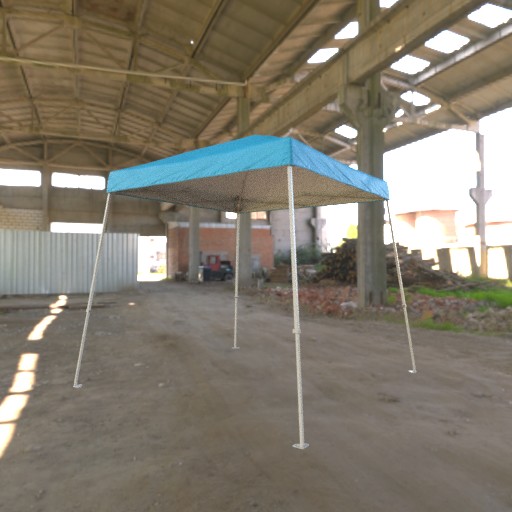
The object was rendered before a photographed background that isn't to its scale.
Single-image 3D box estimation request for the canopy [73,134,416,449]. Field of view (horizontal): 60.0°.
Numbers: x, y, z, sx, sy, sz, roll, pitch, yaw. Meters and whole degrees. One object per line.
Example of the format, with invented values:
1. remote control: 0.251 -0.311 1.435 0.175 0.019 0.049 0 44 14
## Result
1. canopy: 0.000 0.000 6.542 3.599 3.600 3.600 -1 -2 35
